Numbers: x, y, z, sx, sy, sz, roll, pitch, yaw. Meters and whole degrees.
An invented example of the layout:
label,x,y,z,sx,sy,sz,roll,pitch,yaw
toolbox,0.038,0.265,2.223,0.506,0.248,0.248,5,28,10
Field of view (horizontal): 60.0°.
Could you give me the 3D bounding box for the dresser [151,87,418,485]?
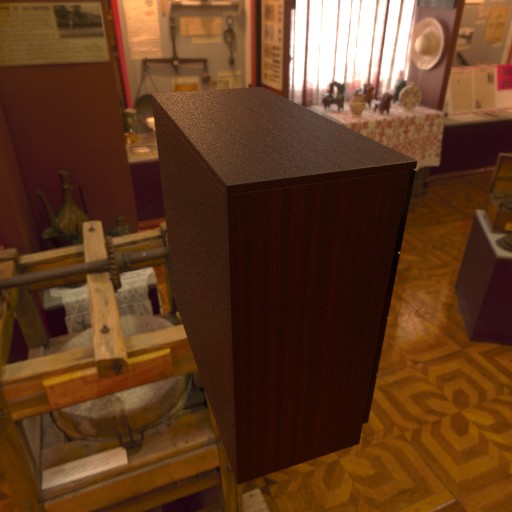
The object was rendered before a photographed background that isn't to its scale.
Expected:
label,x,y,z,sx,sy,sz,roll,pitch,yaw
dresser,0.000,0.000,1.180,0.360,0.720,0.750,-10,32,-17
